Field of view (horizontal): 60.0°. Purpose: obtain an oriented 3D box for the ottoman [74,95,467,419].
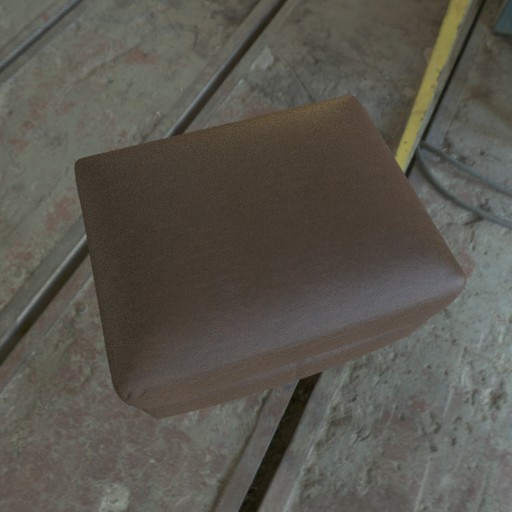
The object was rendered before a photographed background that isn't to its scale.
[{"bbox_3d":[0.000,0.000,1.172,0.787,0.508,0.635,-16,64,-8],"label":"ottoman"}]
